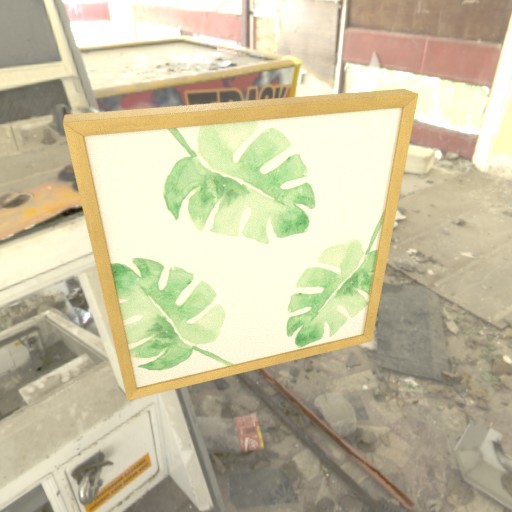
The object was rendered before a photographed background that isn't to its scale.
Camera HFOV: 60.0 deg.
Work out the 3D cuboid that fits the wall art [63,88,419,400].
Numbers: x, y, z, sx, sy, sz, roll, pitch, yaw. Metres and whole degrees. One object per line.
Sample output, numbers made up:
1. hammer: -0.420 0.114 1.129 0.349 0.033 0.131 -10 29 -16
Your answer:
1. wall art: 0.000 0.000 0.758 0.508 0.508 0.038 -10 34 -15
